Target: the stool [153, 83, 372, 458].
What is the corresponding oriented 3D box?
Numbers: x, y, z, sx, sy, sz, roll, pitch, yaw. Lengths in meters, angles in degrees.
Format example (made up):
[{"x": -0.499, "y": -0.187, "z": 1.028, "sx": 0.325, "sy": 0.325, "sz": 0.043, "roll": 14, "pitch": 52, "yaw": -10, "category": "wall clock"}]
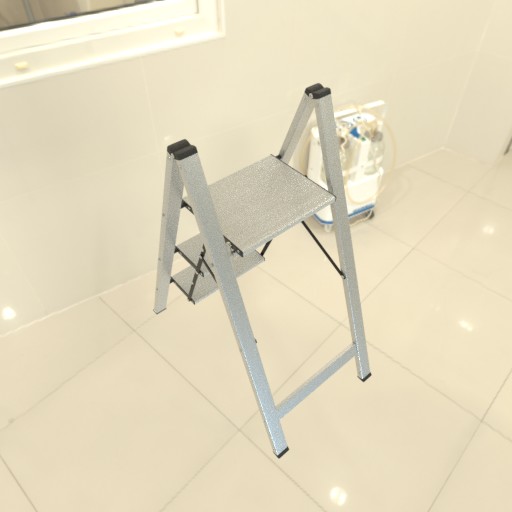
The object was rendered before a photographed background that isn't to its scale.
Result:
[{"x": 0.000, "y": 0.000, "z": 1.302, "sx": 0.441, "sy": 0.902, "sz": 0.730, "roll": -31, "pitch": 54, "yaw": -26, "category": "stool"}]
